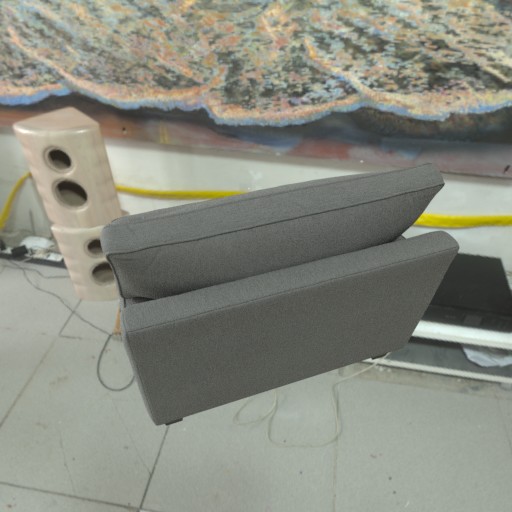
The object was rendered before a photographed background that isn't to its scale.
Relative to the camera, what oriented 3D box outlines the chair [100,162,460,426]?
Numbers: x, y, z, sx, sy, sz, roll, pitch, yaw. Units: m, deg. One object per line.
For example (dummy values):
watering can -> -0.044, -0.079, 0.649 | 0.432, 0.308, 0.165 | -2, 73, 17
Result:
chair -> 0.000, 0.000, 1.983 | 1.220, 1.016, 1.041 | -13, 43, -15
